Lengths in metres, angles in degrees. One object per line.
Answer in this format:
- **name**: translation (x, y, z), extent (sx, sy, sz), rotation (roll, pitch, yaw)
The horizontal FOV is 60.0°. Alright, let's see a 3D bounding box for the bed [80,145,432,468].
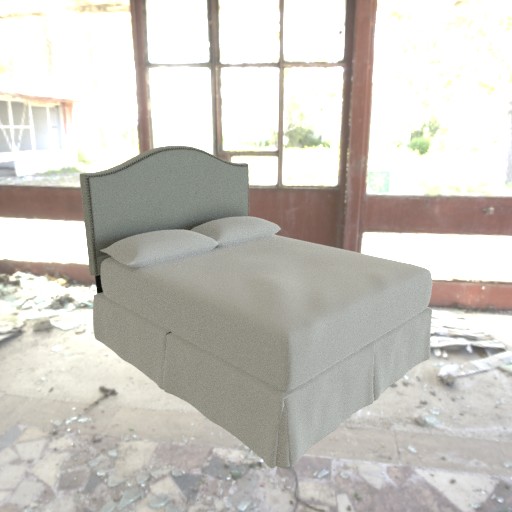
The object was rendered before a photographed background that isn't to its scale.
- **bed**: translation (0.000, 0.000, 3.398), extent (1.813, 1.607, 2.180), rotation (-15, 21, -43)
